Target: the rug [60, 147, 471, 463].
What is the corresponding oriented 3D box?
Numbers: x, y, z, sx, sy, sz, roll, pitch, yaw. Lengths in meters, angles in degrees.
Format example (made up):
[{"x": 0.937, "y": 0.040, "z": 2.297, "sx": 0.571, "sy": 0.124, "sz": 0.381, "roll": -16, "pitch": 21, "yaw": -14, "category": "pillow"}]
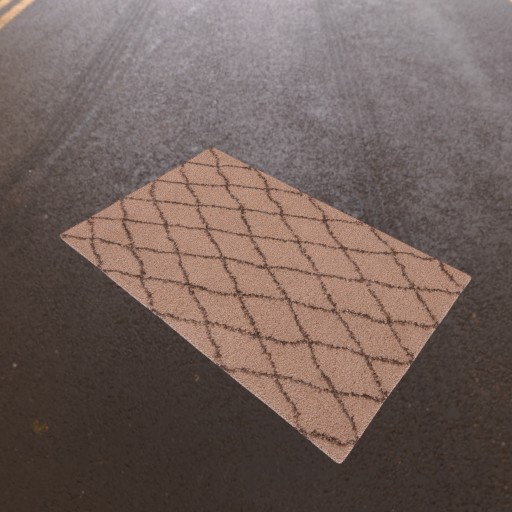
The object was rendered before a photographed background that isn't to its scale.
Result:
[{"x": 0.000, "y": 0.000, "z": 3.477, "sx": 2.743, "sy": 0.030, "sz": 1.778, "roll": 32, "pitch": 54, "yaw": 27, "category": "rug"}]
